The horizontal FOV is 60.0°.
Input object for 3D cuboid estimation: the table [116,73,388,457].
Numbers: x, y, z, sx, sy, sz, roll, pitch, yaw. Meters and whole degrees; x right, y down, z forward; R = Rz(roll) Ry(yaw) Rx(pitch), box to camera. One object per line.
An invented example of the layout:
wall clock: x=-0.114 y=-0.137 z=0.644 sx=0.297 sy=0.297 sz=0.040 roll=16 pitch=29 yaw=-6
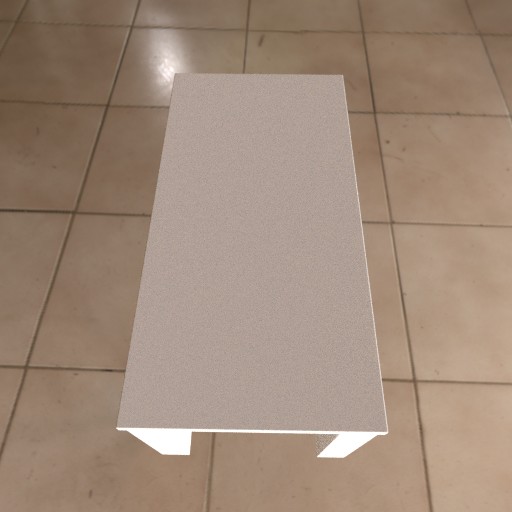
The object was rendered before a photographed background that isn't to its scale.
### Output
table: x=0.000 y=0.000 z=2.258 sx=0.900 sy=0.790 sz=1.800 roll=1 pitch=60 yaw=0
